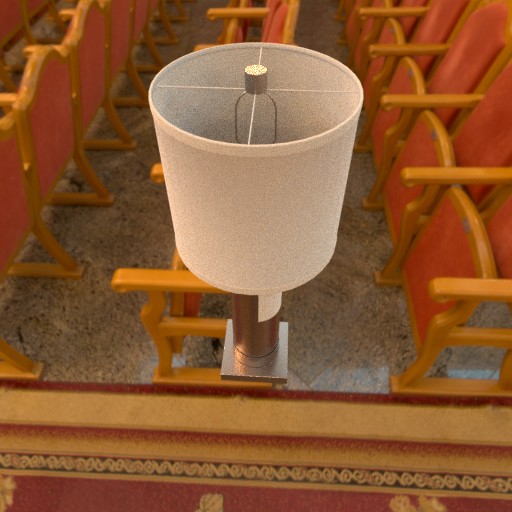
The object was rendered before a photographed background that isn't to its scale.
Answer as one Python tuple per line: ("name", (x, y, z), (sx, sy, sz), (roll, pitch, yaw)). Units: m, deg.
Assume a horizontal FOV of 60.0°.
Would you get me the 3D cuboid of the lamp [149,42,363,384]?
("lamp", (0.000, 0.000, 0.597), (0.202, 0.509, 0.202), (3, 48, 2))
